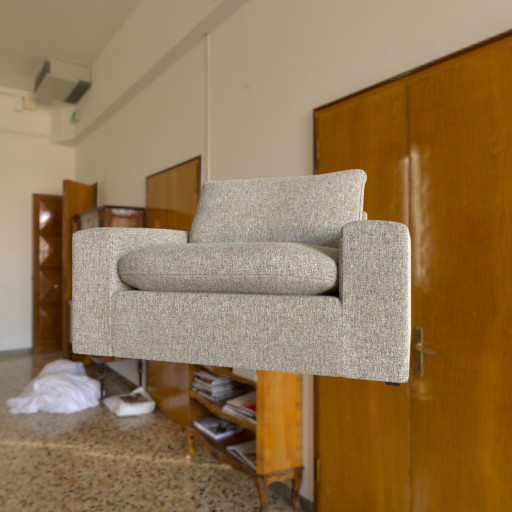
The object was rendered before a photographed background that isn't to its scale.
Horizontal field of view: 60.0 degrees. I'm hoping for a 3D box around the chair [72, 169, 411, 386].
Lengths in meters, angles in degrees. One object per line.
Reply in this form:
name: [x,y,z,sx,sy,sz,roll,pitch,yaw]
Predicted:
chair: [0.000,0.000,2.131,1.398,0.915,1.039,0,0,20]
